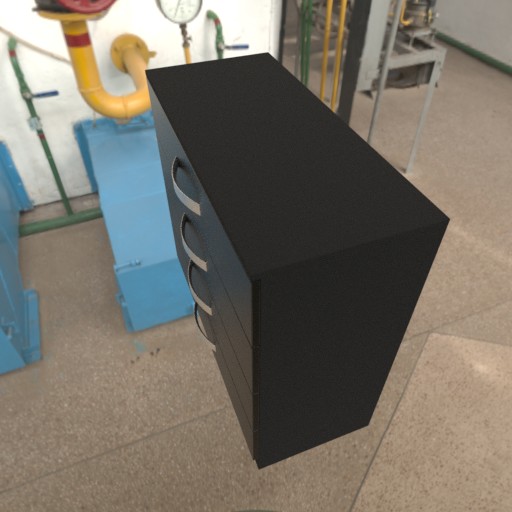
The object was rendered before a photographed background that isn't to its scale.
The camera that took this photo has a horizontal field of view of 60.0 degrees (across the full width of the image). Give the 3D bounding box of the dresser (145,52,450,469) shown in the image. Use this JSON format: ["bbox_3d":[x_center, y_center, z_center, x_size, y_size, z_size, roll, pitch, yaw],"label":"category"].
[{"bbox_3d":[0.000,0.000,1.145,0.360,0.720,0.750,-15,46,-15],"label":"dresser"}]
